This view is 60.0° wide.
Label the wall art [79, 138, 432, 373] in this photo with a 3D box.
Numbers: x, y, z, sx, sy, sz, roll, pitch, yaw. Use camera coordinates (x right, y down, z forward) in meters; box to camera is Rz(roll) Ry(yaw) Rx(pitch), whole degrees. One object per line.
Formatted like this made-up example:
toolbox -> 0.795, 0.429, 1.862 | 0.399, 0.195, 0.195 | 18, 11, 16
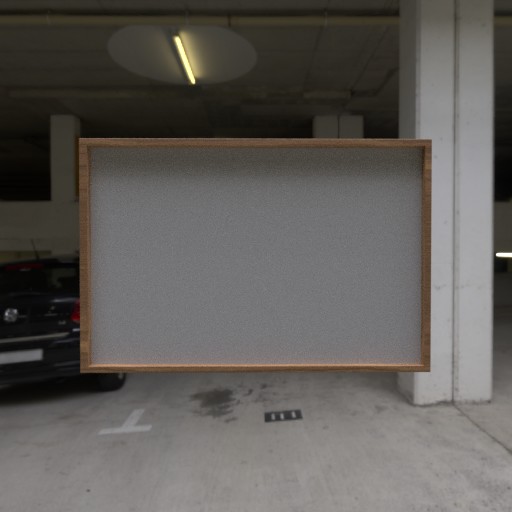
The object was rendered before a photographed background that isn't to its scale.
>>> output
wall art -> 0.000, 0.000, 0.770 | 0.604, 0.402, 0.018 | 0, 1, 0
